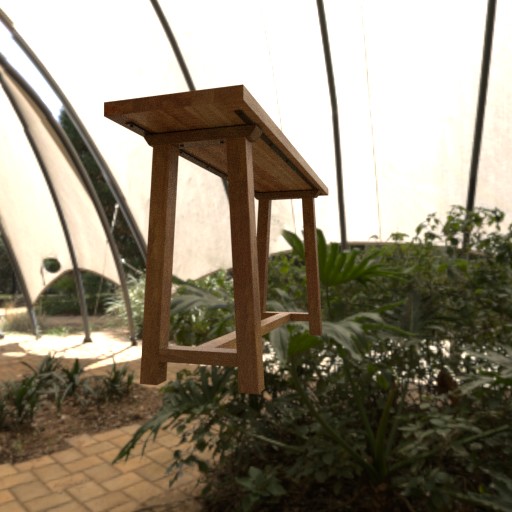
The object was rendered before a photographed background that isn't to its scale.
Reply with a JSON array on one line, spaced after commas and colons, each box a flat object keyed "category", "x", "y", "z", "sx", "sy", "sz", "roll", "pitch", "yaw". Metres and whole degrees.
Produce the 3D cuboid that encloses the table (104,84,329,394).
[{"category": "table", "x": 0.000, "y": 0.000, "z": 1.874, "sx": 0.405, "sy": 0.810, "sz": 1.524, "roll": 0, "pitch": -2, "yaw": 17}]
